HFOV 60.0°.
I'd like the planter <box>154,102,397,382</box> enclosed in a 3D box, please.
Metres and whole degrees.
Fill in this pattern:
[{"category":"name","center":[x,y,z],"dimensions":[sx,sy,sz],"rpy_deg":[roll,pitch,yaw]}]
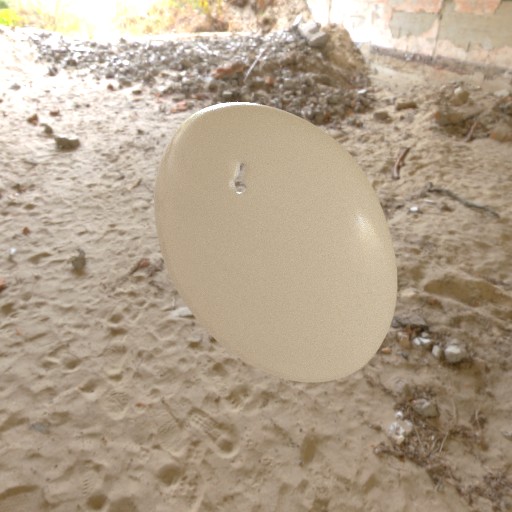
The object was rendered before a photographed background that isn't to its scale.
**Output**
[{"category":"planter","center":[0.000,0.000,0.284],"dimensions":[0.185,0.188,0.043],"rpy_deg":[21,36,31]}]
